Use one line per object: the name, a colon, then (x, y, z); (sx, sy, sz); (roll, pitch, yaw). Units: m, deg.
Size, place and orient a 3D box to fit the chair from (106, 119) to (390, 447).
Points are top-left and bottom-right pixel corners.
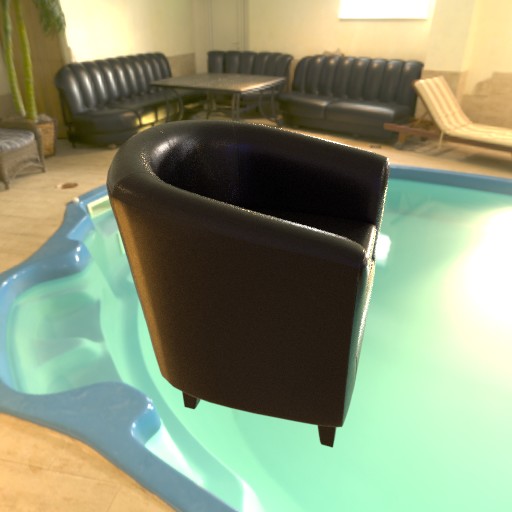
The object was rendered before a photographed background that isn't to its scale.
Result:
chair: (0.000, 0.000, 1.409); (0.727, 0.756, 0.793); (9, 30, 16)
